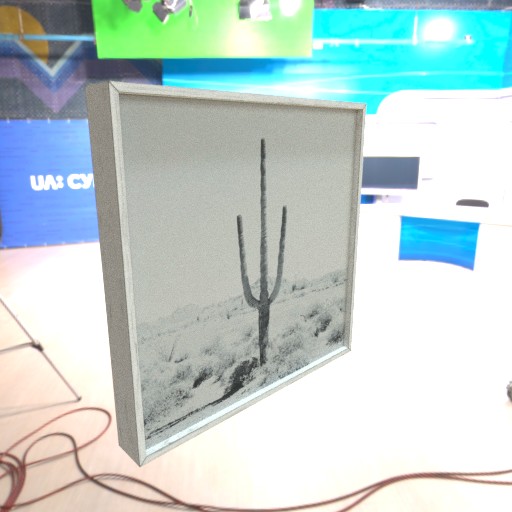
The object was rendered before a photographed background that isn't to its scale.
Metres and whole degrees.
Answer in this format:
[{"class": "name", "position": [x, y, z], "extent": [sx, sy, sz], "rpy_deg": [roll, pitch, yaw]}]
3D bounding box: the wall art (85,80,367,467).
[{"class": "wall art", "position": [0.000, 0.000, 0.448], "extent": [0.305, 0.305, 0.038], "rpy_deg": [-14, 20, -41]}]
